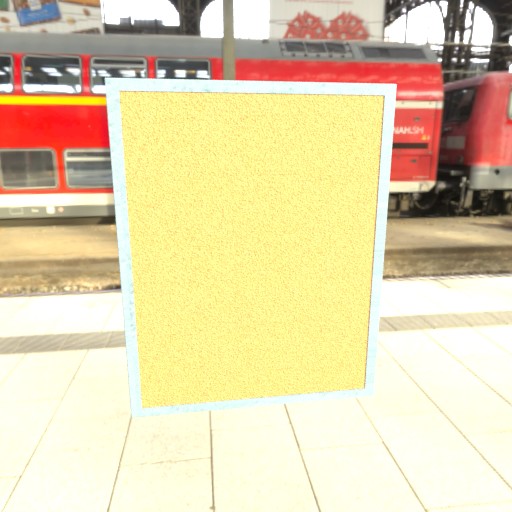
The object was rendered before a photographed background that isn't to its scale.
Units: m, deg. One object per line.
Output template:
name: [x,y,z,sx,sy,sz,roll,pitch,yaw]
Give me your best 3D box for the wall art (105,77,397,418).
wall art: [0.000,0.000,0.693,0.409,0.509,0.037,-2,15,-9]
